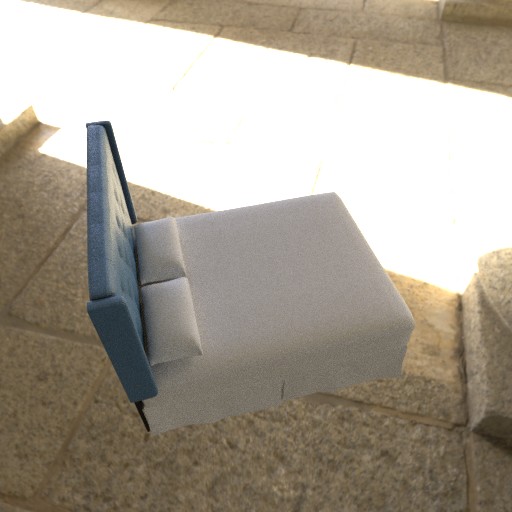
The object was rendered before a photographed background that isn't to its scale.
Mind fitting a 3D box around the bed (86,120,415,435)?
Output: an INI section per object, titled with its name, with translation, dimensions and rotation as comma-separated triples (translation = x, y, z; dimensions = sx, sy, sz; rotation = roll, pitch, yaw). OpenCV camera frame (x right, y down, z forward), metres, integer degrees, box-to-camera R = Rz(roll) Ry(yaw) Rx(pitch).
[bed]
translation = 0.000, 0.000, 3.375
dimensions = 2.078, 1.665, 1.719
rotation = -11, 48, -10
